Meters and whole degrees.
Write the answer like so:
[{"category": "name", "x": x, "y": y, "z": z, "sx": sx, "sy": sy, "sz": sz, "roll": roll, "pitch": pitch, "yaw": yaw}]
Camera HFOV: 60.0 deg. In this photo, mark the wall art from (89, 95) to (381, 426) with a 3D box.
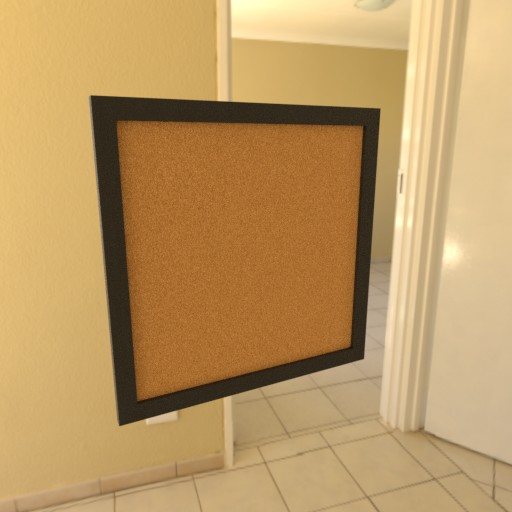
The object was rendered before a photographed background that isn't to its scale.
[{"category": "wall art", "x": 0.000, "y": 0.000, "z": 1.554, "sx": 1.016, "sy": 1.016, "sz": 0.038, "roll": -7, "pitch": 16, "yaw": -26}]
